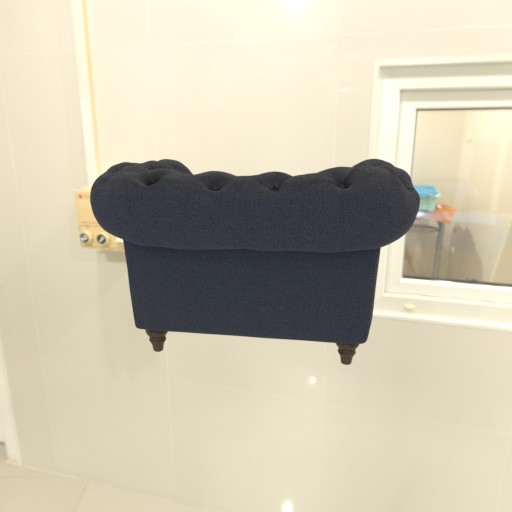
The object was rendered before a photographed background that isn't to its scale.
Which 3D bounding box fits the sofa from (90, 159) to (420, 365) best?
[{"bbox_3d":[0.000,0.000,2.102,1.405,0.878,1.032,2,16,8],"label":"sofa"}]
